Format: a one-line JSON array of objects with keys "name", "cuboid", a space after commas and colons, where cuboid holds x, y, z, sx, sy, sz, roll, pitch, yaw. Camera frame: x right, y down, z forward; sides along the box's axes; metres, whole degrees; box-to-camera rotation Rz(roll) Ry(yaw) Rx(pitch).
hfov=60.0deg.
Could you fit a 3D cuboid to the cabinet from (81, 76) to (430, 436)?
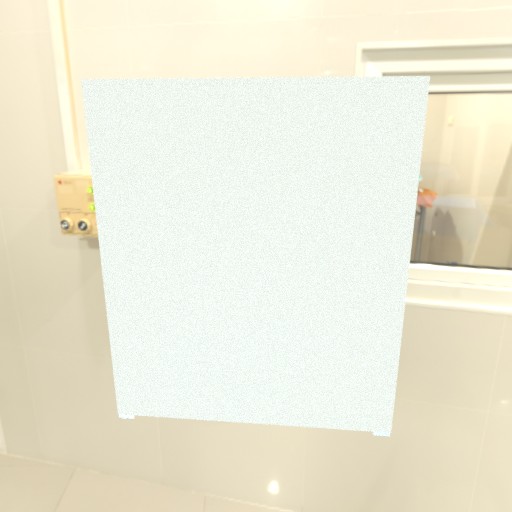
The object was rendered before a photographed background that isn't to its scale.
[{"name": "cabinet", "cuboid": [0.000, 0.000, 1.630, 1.000, 1.190, 0.400, 2, 18, 6]}]
